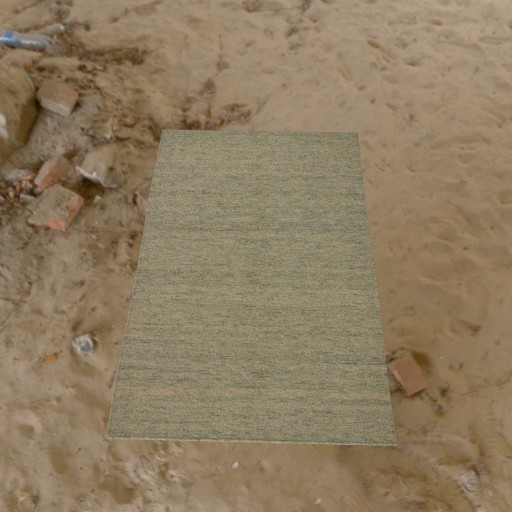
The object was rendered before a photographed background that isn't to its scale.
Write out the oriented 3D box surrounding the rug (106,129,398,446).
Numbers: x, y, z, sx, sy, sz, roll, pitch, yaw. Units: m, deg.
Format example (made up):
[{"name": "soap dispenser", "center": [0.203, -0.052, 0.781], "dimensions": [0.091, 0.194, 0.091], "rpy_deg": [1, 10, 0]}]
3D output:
[{"name": "rug", "center": [0.000, 0.000, 2.919], "dimensions": [1.547, 0.013, 2.283], "rpy_deg": [1, 60, 1]}]
